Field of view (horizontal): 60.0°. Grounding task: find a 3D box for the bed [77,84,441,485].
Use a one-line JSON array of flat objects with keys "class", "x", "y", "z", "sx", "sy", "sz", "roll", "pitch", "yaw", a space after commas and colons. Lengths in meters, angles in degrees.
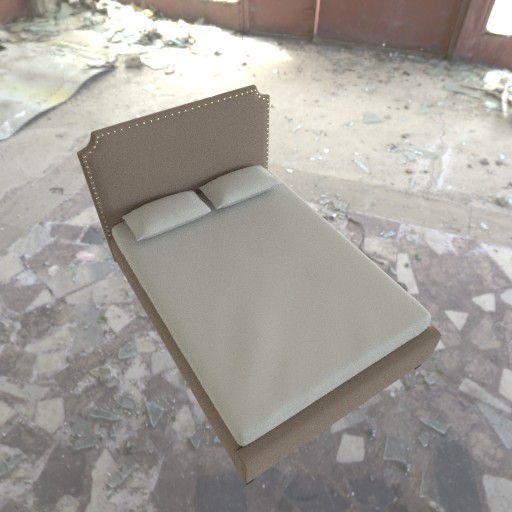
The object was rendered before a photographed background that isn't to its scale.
[{"class": "bed", "x": 0.000, "y": 0.000, "z": 3.377, "sx": 1.713, "sy": 1.443, "sz": 2.372, "roll": -25, "pitch": 51, "yaw": -22}]
